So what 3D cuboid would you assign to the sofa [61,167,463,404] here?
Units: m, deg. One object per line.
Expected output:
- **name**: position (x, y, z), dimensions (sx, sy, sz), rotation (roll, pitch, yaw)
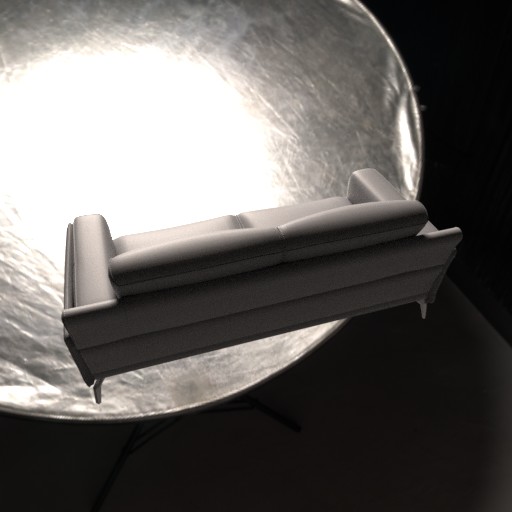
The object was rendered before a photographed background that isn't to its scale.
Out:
- **sofa**: position (0.000, 0.000, 2.602), dimensions (2.100, 0.900, 0.969), rotation (-12, 41, -13)
